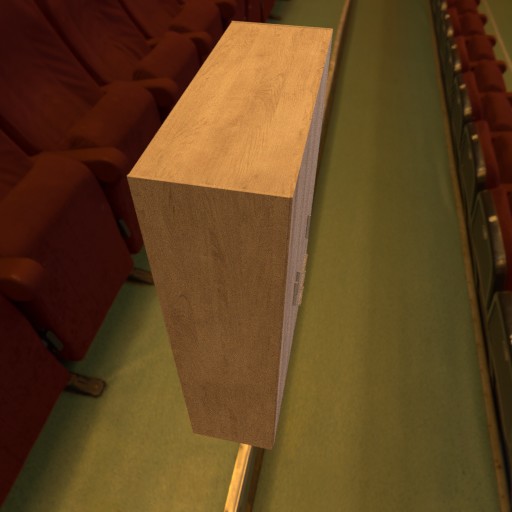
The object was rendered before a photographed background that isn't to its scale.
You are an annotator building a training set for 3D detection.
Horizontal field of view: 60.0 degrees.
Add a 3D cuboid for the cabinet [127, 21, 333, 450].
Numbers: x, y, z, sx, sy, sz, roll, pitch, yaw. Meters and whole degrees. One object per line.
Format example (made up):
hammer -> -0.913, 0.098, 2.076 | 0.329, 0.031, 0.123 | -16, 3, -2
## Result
cabinet -> 0.000, 0.000, 2.399 | 0.510, 1.910, 1.290 | 9, 47, 8
